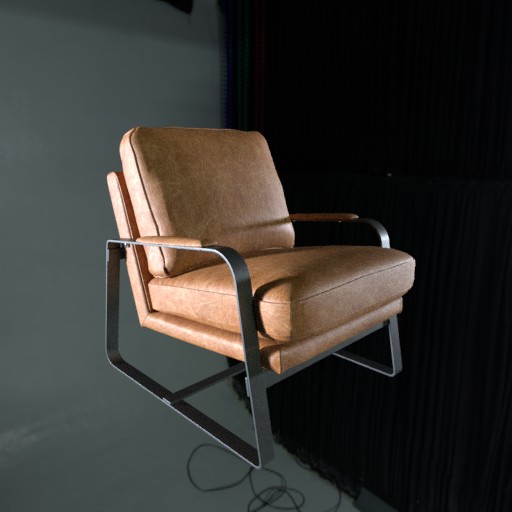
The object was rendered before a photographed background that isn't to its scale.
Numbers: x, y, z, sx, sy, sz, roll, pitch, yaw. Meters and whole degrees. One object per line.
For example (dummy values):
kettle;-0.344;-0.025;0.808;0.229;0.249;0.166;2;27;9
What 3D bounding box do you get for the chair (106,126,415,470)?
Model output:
chair;0.000;0.000;1.369;0.651;0.777;0.801;-13;19;-43
